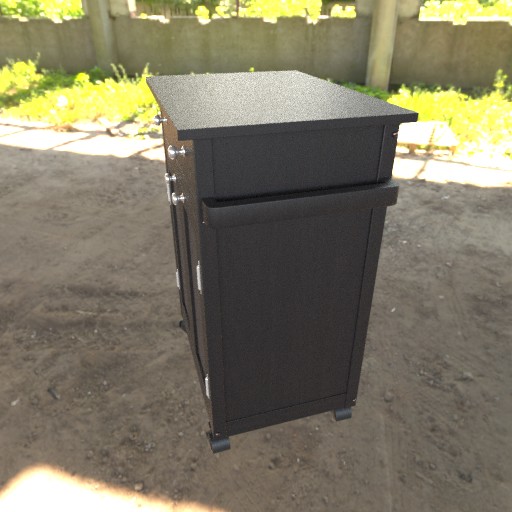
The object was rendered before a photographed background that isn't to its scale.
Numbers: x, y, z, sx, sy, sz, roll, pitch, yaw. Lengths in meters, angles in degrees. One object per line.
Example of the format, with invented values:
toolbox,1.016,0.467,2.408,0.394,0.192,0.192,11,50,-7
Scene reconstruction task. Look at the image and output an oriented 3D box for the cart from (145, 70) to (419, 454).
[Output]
cart,0.000,0.000,1.249,0.456,0.879,0.660,-9,31,-15
